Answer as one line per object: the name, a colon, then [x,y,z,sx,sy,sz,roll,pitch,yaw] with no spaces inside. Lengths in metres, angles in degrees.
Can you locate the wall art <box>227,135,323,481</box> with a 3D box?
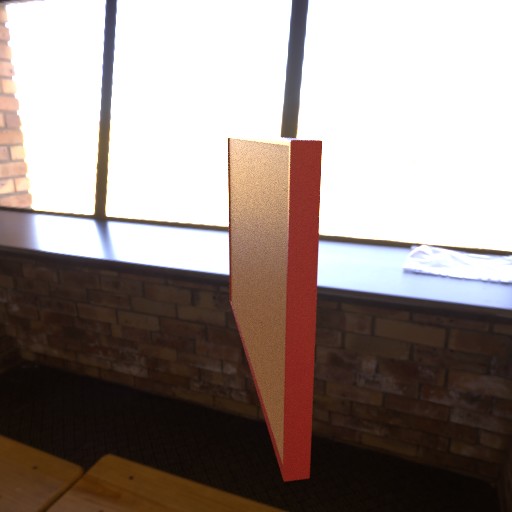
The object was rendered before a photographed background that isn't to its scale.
wall art: [0.000,0.000,0.778,0.033,0.405,0.607,-3,16,-9]
